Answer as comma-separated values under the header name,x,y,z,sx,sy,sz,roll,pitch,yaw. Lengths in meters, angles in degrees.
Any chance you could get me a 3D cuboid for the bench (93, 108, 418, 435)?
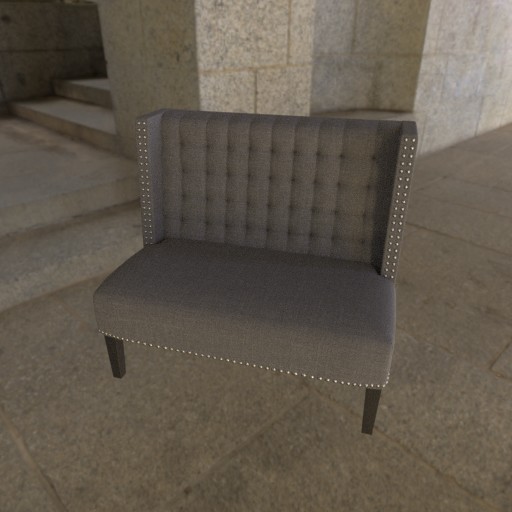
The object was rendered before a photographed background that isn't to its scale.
name,x,y,z,sx,sy,sz,roll,pitch,yaw
bench,0.000,0.000,2.031,1.276,1.121,0.842,8,29,14
